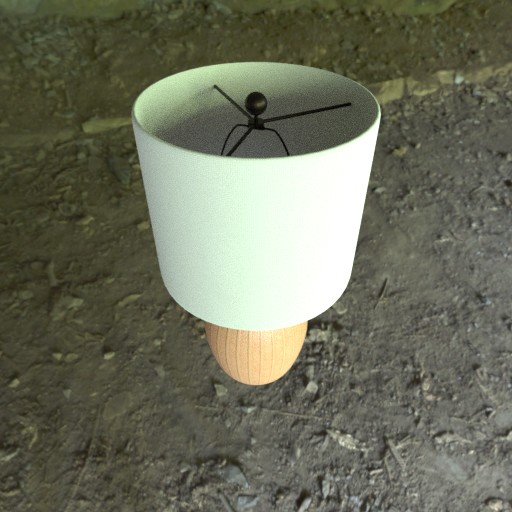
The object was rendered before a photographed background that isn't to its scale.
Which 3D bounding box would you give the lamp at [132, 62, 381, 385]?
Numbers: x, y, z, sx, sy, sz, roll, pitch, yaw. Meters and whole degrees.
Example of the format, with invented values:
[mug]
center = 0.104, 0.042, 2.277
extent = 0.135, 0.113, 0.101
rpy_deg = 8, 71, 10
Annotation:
[lamp]
center = 0.000, 0.000, 0.772
extent = 0.329, 0.570, 0.329
rpy_deg = 0, 41, 0
